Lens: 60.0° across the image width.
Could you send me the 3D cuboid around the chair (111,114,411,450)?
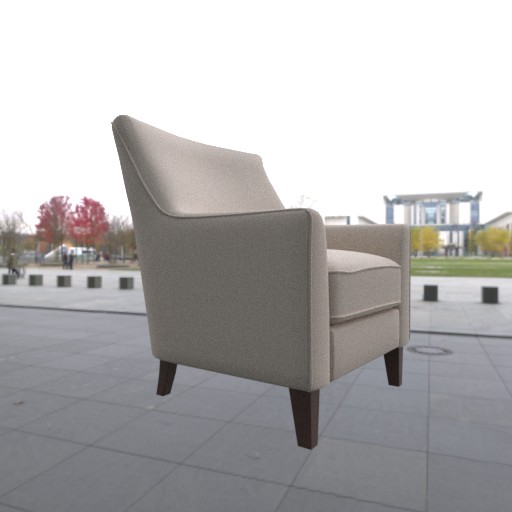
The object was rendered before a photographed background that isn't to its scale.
[{"bbox_3d":[0.000,0.000,1.551,0.879,0.916,0.756,0,0,37],"label":"chair"}]
